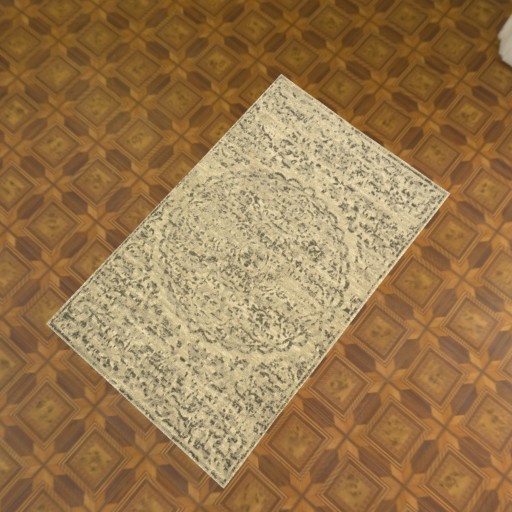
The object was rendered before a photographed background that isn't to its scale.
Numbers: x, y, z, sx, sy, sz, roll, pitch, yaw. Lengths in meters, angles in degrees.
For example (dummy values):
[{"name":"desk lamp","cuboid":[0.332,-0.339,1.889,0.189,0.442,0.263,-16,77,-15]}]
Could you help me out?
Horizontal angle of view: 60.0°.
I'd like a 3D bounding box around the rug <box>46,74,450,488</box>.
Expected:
[{"name":"rug","cuboid":[0.000,0.000,3.000,1.527,0.021,2.447,39,78,10]}]
